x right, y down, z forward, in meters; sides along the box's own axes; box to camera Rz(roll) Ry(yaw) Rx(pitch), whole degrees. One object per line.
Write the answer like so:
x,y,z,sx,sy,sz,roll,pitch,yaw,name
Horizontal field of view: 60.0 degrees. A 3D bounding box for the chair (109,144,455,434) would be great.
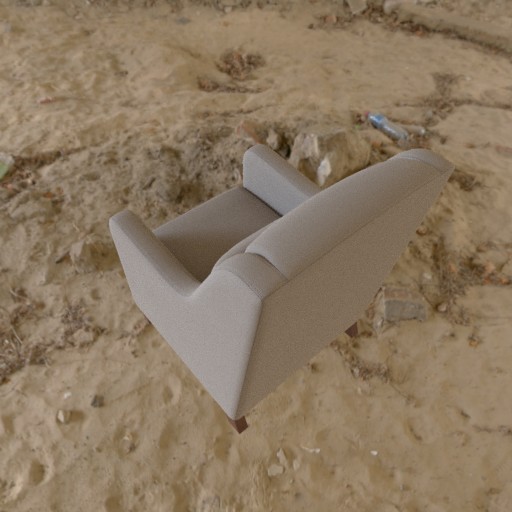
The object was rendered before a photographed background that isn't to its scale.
0.000,0.000,1.607,0.715,1.010,0.863,-33,55,-26,chair
